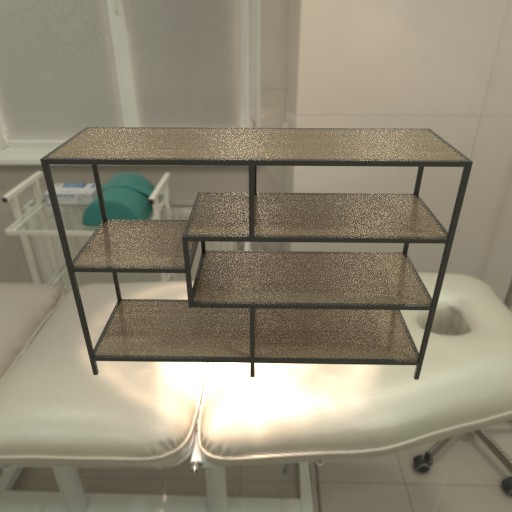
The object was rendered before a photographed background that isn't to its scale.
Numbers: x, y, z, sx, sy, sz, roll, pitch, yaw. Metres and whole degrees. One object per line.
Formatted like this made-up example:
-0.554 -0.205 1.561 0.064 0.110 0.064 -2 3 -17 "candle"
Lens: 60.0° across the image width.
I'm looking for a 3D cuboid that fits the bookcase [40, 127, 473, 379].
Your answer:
0.000 0.000 1.511 1.140 0.780 0.350 1 30 1 "bookcase"
